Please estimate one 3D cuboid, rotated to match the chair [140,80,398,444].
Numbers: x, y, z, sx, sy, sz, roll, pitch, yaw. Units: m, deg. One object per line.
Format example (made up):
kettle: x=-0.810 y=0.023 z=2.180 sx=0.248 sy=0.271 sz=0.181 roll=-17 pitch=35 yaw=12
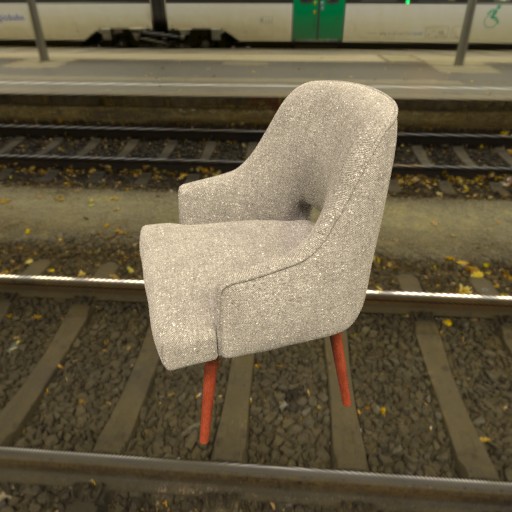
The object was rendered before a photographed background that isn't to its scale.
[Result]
chair: x=0.000 y=0.000 z=1.256 sx=0.629 sy=0.875 sz=0.608 roll=-9 pitch=32 yaw=-14
